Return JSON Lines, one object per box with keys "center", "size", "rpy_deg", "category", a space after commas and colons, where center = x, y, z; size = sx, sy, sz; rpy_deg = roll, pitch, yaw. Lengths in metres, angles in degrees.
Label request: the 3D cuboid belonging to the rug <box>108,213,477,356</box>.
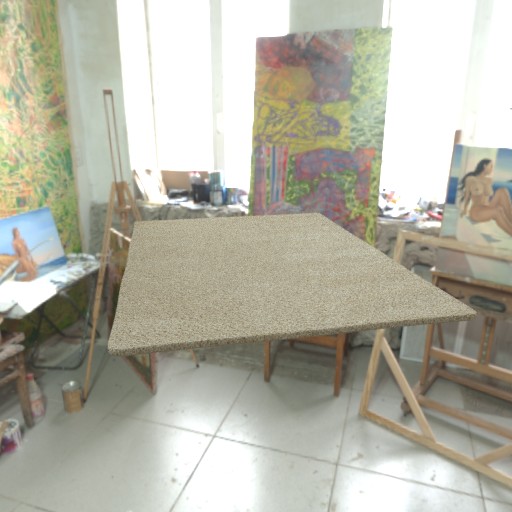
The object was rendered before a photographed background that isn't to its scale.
{"center": [0.000, 0.000, 2.116], "size": [1.199, 0.025, 1.600], "rpy_deg": [-4, 18, -11], "category": "rug"}
